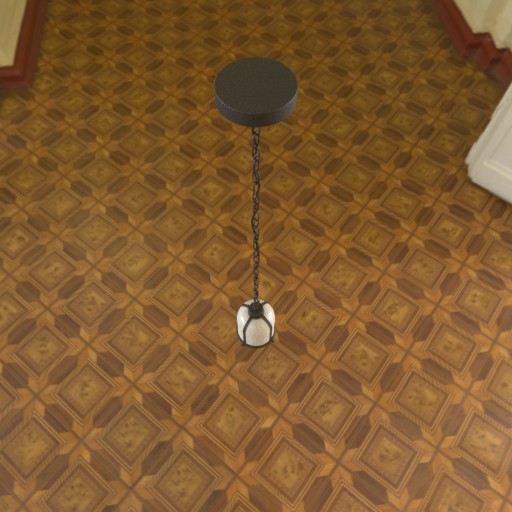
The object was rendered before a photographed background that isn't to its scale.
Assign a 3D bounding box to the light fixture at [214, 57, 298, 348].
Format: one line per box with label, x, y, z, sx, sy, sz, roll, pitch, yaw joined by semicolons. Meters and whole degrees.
light fixture;0.000;0.000;1.273;0.178;1.181;0.178;34;65;18
